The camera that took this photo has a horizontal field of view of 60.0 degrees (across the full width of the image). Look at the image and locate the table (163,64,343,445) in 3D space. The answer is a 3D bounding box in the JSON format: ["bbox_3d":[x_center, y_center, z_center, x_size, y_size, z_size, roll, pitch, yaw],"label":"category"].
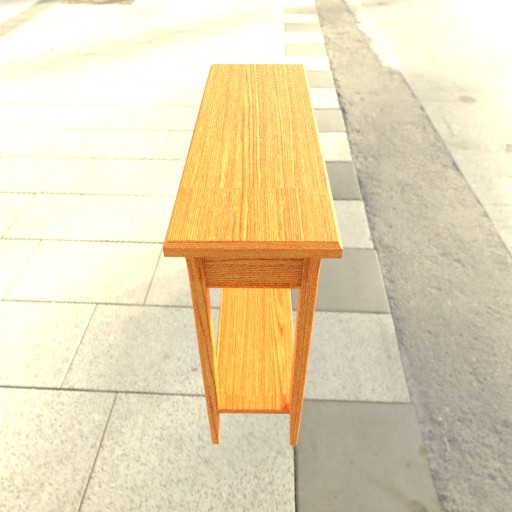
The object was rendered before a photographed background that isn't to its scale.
[{"bbox_3d":[0.000,0.000,1.139,0.254,0.711,0.762,0,41,1],"label":"table"}]
